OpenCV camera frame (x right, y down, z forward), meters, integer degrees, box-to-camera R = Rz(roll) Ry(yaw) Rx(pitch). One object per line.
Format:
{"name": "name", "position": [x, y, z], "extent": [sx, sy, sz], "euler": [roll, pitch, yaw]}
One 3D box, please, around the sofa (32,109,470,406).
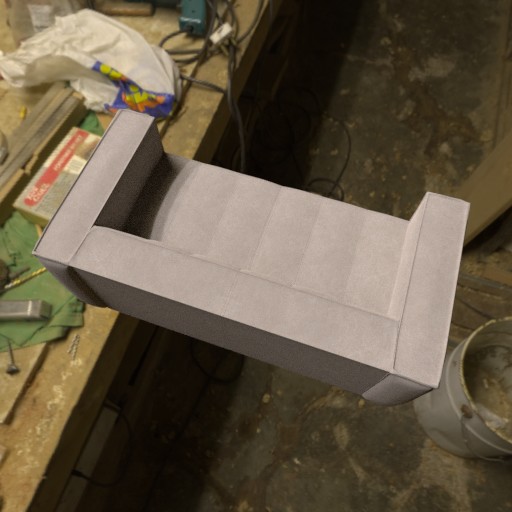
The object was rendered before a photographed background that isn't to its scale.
{"name": "sofa", "position": [0.000, 0.000, 2.478], "extent": [1.995, 0.680, 1.038], "euler": [17, 65, 8]}
